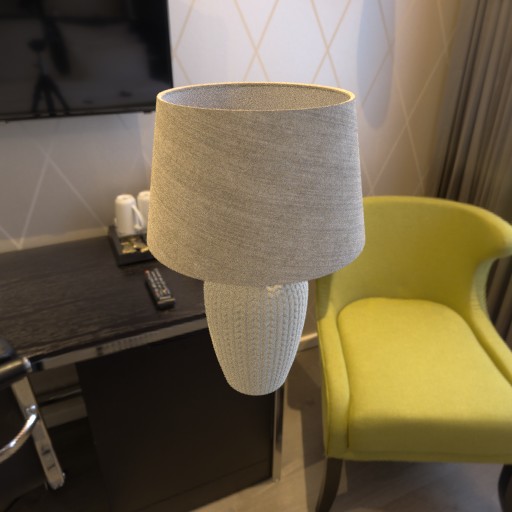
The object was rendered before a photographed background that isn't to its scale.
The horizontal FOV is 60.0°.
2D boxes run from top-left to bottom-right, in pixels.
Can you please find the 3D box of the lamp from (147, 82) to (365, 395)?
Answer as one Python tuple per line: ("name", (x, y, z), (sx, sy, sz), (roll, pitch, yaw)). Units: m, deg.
("lamp", (0.000, 0.000, 0.835), (0.390, 0.580, 0.390), (0, 28, 0))
